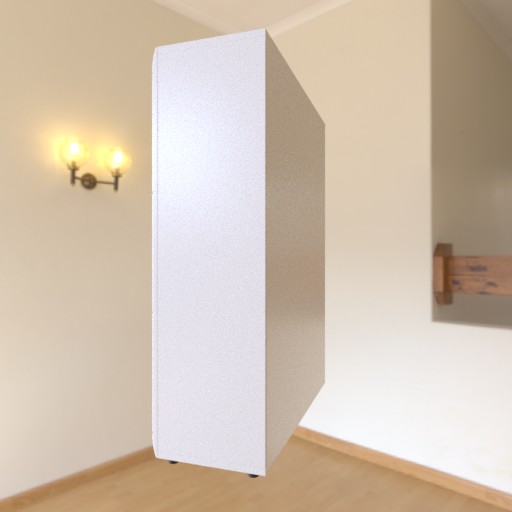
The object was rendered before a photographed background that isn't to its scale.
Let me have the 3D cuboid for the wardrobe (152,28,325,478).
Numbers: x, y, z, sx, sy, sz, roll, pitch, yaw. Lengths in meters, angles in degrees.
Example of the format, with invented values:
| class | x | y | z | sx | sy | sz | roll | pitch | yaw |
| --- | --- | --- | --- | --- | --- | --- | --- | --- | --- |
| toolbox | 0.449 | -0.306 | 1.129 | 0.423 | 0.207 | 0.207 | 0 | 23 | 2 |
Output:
| class | x | y | z | sx | sy | sz | roll | pitch | yaw |
| --- | --- | --- | --- | --- | --- | --- | --- | --- | --- |
| wardrobe | 0.000 | 0.000 | 1.650 | 0.360 | 1.200 | 0.900 | 0 | 0 | 19 |
